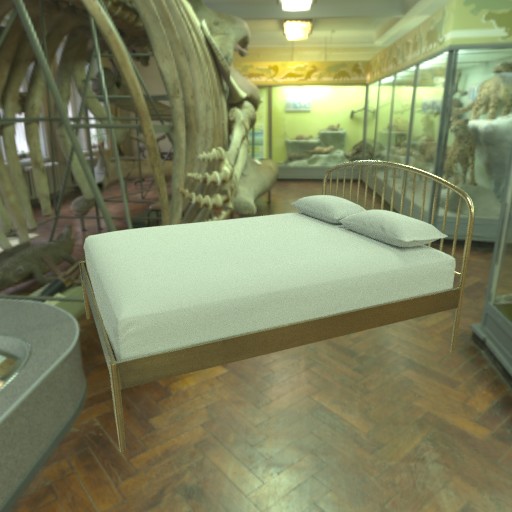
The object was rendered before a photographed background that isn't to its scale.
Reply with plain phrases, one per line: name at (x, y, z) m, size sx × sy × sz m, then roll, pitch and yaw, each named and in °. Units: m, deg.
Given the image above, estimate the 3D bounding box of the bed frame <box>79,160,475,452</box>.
bed frame at (0.000, 0.000, 3.002) m, size 2.152 × 1.175 × 1.612 m, roll -8°, pitch 19°, yaw -24°
